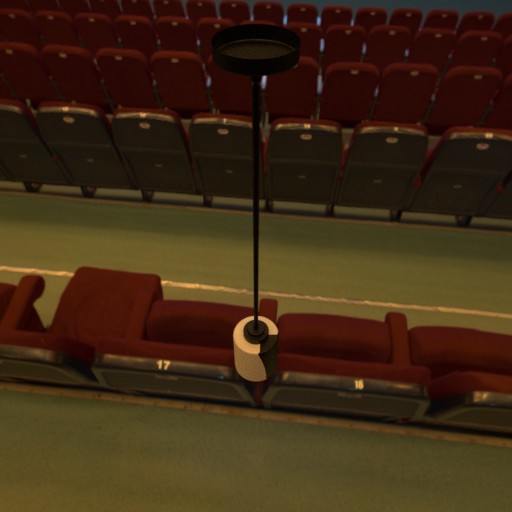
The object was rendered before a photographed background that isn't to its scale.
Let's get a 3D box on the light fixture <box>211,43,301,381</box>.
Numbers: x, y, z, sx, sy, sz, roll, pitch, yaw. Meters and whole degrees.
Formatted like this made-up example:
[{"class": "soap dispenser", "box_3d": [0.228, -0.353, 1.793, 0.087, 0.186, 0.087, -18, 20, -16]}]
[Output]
[{"class": "light fixture", "box_3d": [0.000, 0.000, 0.923, 0.123, 0.863, 0.123, 4, 47, 4]}]
